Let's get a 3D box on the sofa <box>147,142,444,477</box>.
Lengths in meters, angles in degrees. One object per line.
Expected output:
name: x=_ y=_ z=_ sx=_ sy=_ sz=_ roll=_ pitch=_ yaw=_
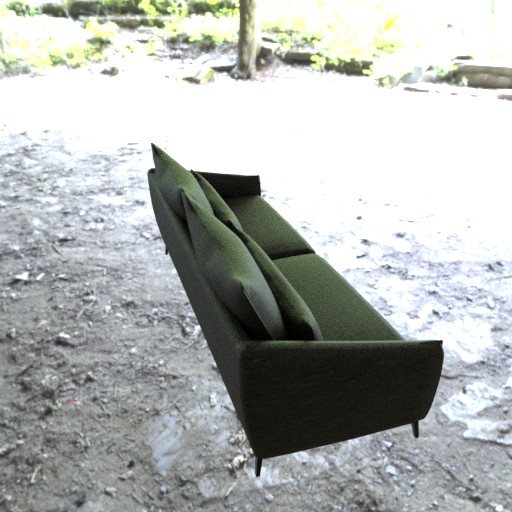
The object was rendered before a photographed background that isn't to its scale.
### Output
sofa: x=0.000 y=0.000 z=2.353 sx=0.807 sy=0.843 sz=2.019 roll=-11 pitch=32 yaw=-18
